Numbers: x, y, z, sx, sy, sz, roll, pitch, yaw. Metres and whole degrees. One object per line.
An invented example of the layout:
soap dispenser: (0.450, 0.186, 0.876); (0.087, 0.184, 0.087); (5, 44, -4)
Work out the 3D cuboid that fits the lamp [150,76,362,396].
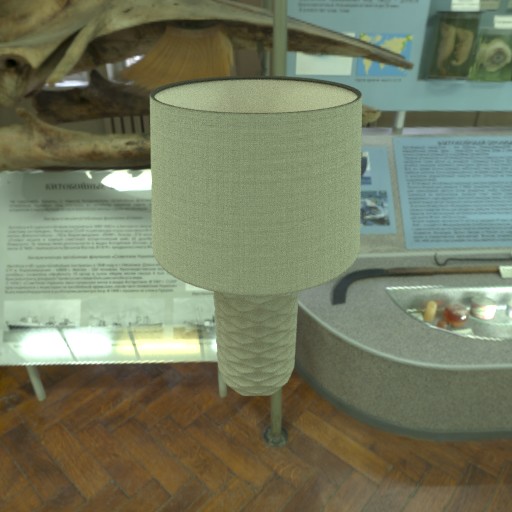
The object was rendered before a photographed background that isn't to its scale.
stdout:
lamp: (0.000, 0.000, 0.839); (0.376, 0.594, 0.376); (0, 30, 0)
